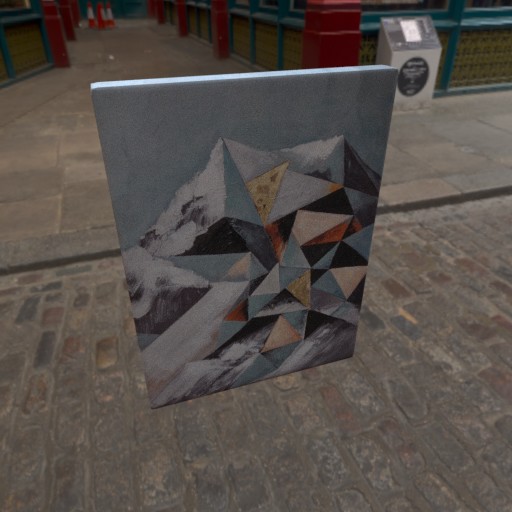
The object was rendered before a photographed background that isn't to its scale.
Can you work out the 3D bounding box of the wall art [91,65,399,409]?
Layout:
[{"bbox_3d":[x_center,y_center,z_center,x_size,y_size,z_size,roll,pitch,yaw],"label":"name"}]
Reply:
[{"bbox_3d":[0.000,0.000,0.798,0.455,0.613,0.037,-10,34,-16],"label":"wall art"}]
